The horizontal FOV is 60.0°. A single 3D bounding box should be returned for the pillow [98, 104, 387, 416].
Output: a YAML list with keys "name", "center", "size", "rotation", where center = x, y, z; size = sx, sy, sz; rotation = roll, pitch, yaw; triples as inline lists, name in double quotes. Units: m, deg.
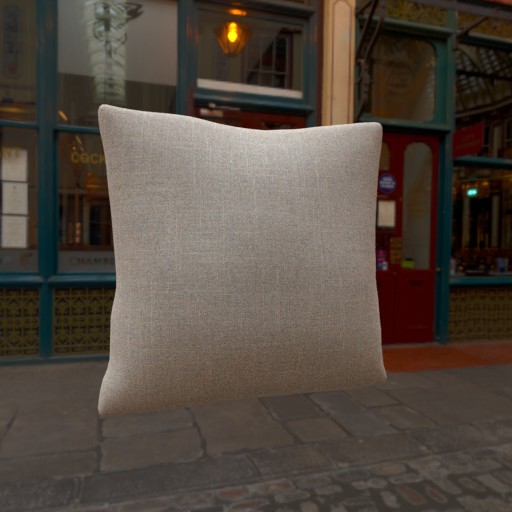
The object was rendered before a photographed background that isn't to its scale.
- name: "pillow"
  center: [0.000, 0.000, 0.857]
  size: [0.578, 0.558, 0.192]
  rotation: [0, 1, -17]
